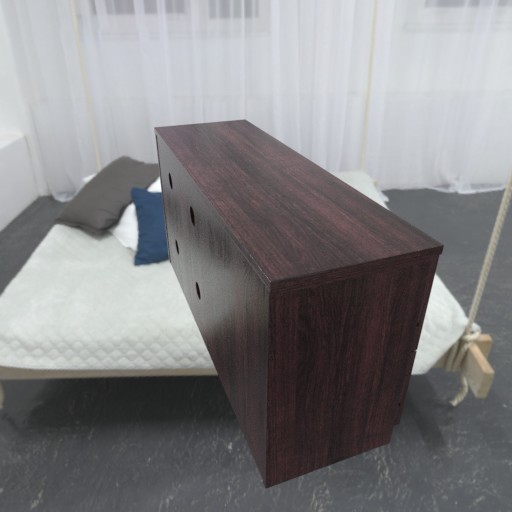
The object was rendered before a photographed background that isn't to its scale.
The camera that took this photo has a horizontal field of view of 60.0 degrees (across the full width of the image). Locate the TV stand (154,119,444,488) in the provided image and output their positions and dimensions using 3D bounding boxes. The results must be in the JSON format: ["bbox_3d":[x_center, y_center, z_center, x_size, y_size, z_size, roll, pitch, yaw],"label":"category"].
[{"bbox_3d":[0.000,0.000,1.480,0.404,0.614,1.192,-11,32,-18],"label":"TV stand"}]
